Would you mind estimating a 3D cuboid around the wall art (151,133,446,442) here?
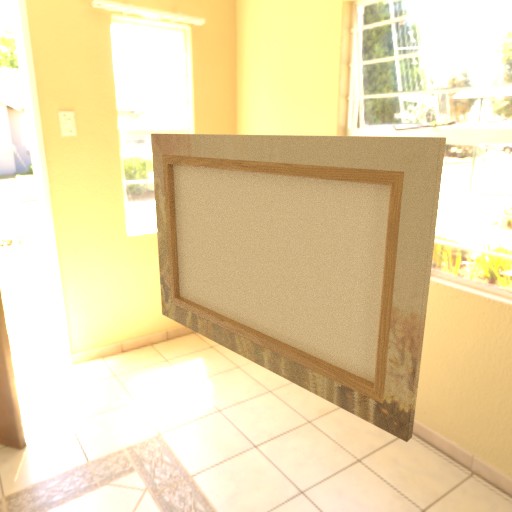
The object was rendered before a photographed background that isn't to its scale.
[{"bbox_3d":[0.000,0.000,1.919,0.038,1.012,1.525,-15,22,-42],"label":"wall art"}]
